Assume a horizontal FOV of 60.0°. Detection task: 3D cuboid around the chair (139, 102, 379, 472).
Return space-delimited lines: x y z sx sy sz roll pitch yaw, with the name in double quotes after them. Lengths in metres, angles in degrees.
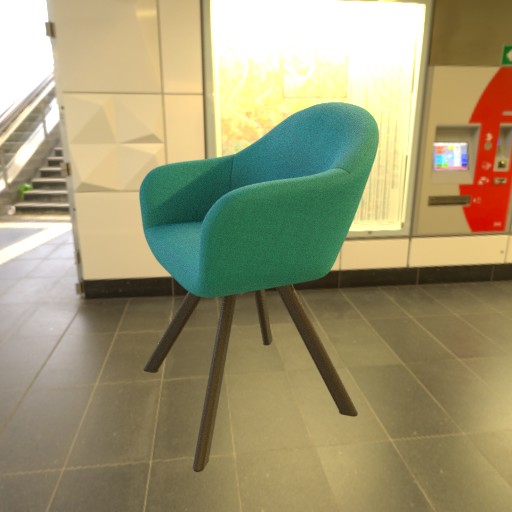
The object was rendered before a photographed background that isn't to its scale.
0.000 0.000 1.193 0.550 0.795 0.590 -8 18 -26 "chair"
